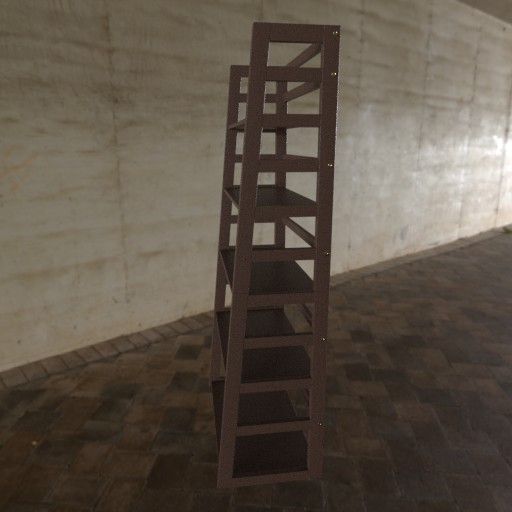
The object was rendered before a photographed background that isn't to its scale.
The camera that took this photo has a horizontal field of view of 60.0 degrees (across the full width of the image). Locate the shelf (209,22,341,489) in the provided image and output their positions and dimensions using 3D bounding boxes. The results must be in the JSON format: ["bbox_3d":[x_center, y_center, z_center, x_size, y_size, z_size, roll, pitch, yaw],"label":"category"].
[{"bbox_3d":[0.000,0.000,1.859,0.403,1.600,0.763,-2,14,-8],"label":"shelf"}]
